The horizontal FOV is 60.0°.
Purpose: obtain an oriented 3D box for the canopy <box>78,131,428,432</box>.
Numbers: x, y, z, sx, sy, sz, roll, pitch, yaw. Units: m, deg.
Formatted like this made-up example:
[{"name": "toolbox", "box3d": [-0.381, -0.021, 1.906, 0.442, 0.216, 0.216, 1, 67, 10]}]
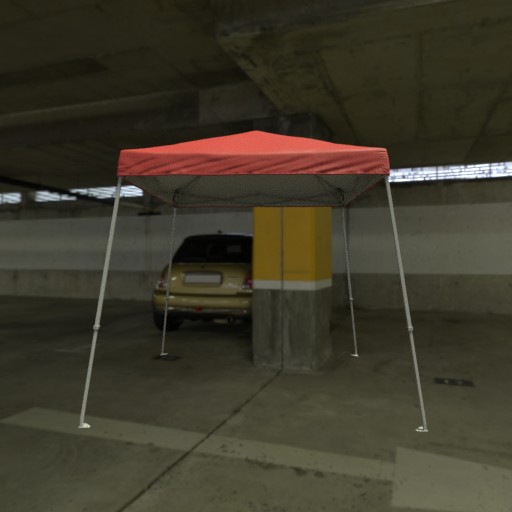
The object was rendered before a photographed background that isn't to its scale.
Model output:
[{"name": "canopy", "box3d": [0.000, 0.000, 5.037, 2.849, 2.849, 2.848, 0, 0, 2]}]
